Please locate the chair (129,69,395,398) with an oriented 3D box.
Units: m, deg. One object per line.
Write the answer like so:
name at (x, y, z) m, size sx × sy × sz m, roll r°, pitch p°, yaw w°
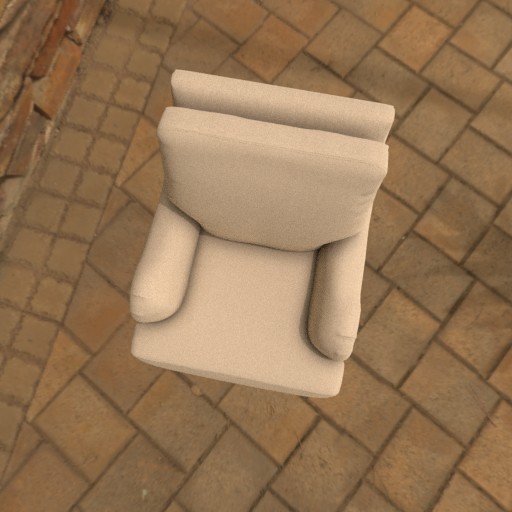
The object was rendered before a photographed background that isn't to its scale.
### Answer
chair at (0.000, 0.000, 1.919) m, size 0.895 × 1.076 × 1.078 m, roll 11°, pitch 76°, yaw 3°
